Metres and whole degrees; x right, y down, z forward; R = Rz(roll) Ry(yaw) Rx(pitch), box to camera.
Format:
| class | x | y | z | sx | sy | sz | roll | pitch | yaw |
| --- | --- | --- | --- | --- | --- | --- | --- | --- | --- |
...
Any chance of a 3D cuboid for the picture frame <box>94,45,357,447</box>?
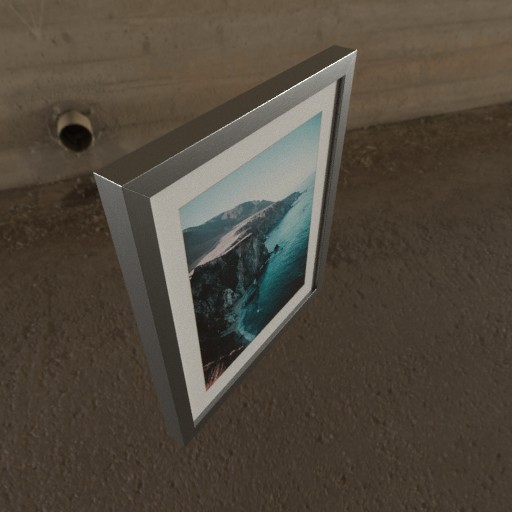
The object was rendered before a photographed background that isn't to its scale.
| class | x | y | z | sx | sy | sz | roll | pitch | yaw |
| --- | --- | --- | --- | --- | --- | --- | --- | --- | --- |
| picture frame | 0.000 | 0.000 | 1.319 | 0.073 | 0.968 | 0.839 | 27 | 49 | 26 |
